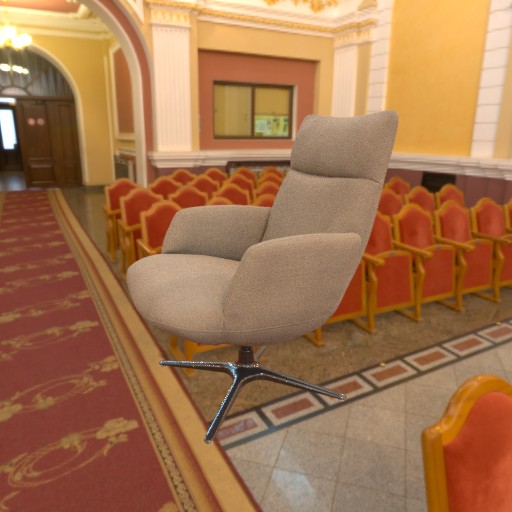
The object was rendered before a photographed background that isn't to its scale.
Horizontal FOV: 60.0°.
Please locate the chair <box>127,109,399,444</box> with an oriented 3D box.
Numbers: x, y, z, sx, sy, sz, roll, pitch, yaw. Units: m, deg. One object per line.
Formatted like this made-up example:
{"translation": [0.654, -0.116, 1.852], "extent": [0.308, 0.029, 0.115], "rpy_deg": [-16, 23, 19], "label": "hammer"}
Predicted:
{"translation": [0.000, 0.000, 1.625], "extent": [0.889, 1.016, 0.711], "rpy_deg": [-8, 17, -26], "label": "chair"}
